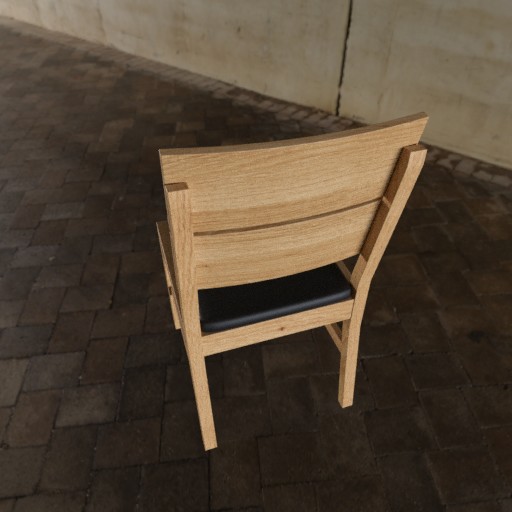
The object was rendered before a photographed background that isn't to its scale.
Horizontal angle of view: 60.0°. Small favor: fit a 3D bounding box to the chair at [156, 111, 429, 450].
[{"bbox_3d":[0.000,0.000,1.224,0.475,0.950,0.569,-12,42,-14],"label":"chair"}]
